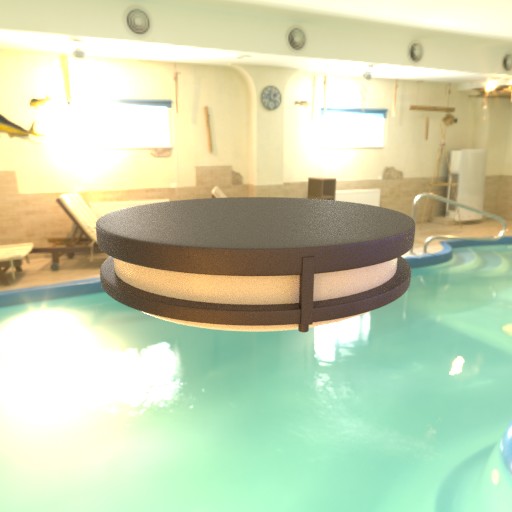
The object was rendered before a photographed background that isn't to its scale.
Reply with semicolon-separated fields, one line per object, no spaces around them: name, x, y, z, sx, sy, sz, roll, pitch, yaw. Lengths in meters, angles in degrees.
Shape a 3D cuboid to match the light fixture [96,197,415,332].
light fixture;0.000;0.000;0.533;0.356;0.102;0.356;0;14;0
